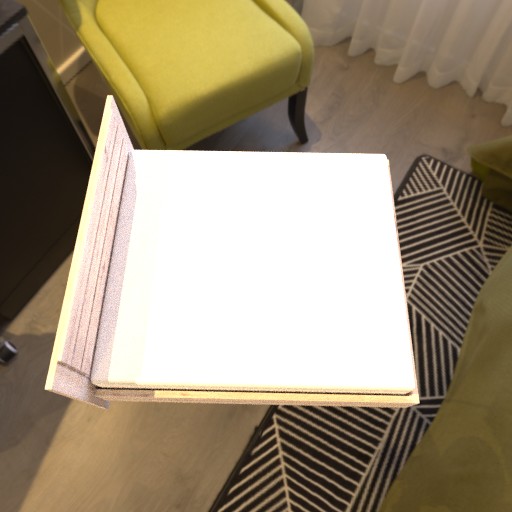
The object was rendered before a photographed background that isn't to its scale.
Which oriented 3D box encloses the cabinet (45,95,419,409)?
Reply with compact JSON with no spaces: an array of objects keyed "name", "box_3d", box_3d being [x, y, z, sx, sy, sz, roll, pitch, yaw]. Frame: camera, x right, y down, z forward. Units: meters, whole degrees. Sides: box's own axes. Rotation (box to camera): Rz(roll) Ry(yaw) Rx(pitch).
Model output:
[{"name":"cabinet","box_3d":[0.000,0.000,3.049,2.080,0.970,1.950,1,65,1]}]
